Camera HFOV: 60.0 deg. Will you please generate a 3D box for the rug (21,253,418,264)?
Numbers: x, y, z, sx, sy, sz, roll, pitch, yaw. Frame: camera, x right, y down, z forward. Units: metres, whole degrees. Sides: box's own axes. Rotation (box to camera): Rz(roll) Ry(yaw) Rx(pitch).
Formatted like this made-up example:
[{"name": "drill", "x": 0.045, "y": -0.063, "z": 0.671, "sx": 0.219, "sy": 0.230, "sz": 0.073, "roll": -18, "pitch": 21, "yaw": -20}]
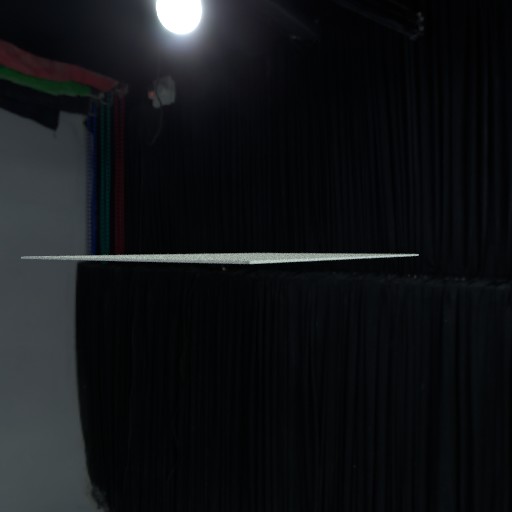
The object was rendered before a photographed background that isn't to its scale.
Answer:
[{"name": "rug", "x": 0.000, "y": 0.000, "z": 2.220, "sx": 1.143, "sy": 0.008, "sz": 1.753, "roll": 1, "pitch": 1, "yaw": 34}]
